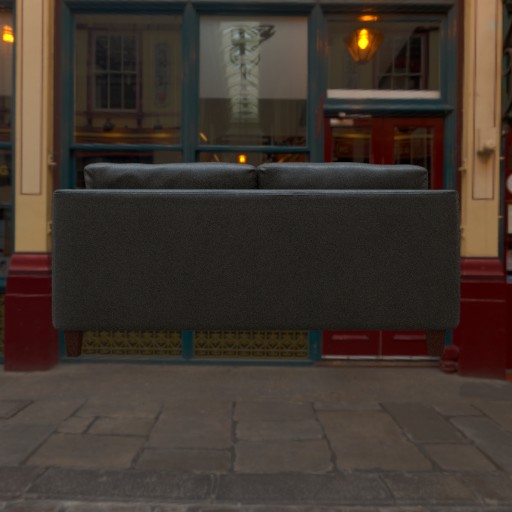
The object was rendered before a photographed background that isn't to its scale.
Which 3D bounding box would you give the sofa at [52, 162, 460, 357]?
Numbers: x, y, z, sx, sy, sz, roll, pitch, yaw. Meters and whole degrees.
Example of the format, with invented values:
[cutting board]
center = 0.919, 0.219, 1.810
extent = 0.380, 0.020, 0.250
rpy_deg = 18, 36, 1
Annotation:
[sofa]
center = 0.000, 0.000, 2.471
extent = 1.883, 0.933, 0.951
rpy_deg = 0, 0, -1
